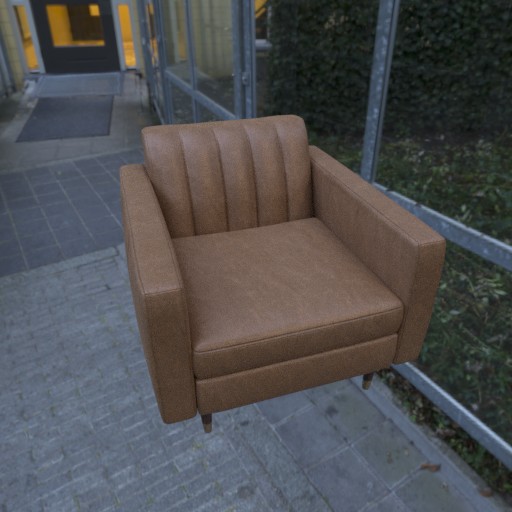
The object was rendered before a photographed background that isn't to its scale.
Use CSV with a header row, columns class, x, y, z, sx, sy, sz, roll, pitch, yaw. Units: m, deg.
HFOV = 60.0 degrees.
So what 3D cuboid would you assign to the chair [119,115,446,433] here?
class,x,y,z,sx,sy,sz,roll,pitch,yaw
chair,0.000,0.000,1.717,0.953,0.819,0.998,-10,33,-15
